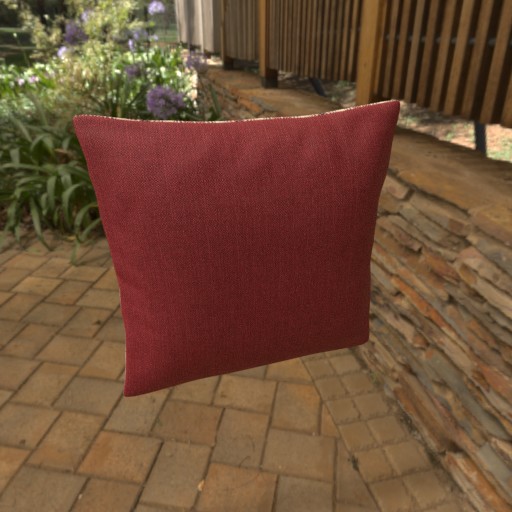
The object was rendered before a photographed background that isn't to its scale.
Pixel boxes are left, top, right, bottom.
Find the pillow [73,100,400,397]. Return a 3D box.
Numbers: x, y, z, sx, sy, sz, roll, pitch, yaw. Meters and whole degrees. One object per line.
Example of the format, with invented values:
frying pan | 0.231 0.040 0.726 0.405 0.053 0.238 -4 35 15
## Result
pillow | 0.000 0.000 0.770 0.513 0.497 0.166 -9 27 -17
